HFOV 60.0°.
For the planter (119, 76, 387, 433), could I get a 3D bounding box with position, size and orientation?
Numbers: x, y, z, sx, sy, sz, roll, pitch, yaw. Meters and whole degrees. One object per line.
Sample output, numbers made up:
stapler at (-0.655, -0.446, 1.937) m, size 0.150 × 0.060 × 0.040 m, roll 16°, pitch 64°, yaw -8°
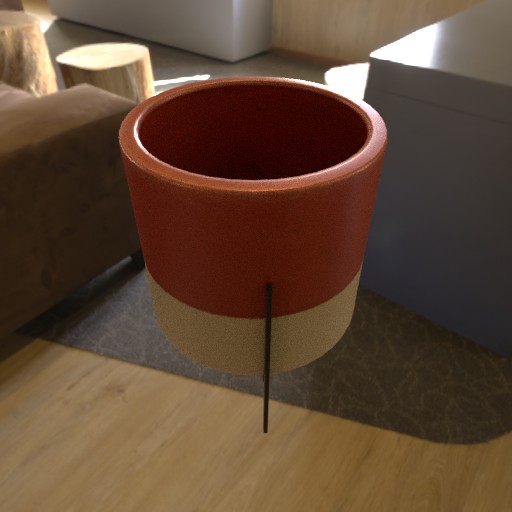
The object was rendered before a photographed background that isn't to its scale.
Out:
planter at (0.000, 0.000, 0.726) m, size 0.354 × 0.465 × 0.345 m, roll -25°, pitch 47°, yaw -27°
